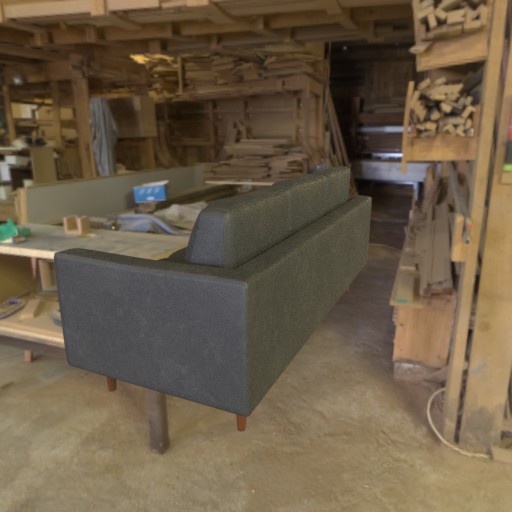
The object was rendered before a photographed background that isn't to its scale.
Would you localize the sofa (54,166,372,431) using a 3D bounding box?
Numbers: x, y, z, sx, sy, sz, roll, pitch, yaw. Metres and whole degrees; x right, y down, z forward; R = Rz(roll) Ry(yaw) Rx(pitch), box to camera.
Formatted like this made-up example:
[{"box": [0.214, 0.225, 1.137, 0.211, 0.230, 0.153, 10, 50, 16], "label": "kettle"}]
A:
[{"box": [0.000, 0.000, 2.492, 0.879, 0.899, 2.029, 7, 17, 24], "label": "sofa"}]
